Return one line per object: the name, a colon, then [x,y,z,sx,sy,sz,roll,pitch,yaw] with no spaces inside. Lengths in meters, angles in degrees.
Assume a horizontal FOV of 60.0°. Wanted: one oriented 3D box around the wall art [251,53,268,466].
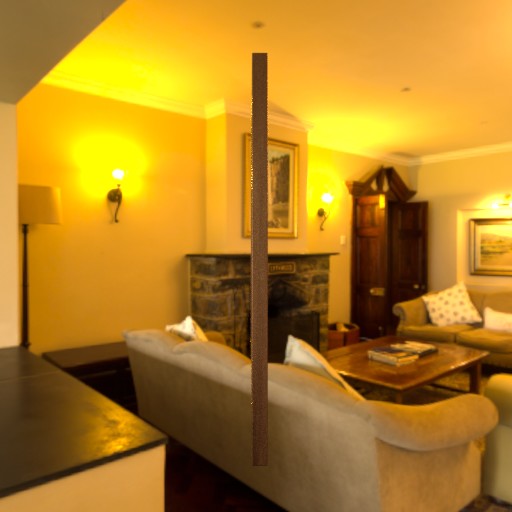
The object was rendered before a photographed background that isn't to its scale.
wall art: [0.000,0.000,0.541,0.012,0.304,0.431,0,1,-1]
